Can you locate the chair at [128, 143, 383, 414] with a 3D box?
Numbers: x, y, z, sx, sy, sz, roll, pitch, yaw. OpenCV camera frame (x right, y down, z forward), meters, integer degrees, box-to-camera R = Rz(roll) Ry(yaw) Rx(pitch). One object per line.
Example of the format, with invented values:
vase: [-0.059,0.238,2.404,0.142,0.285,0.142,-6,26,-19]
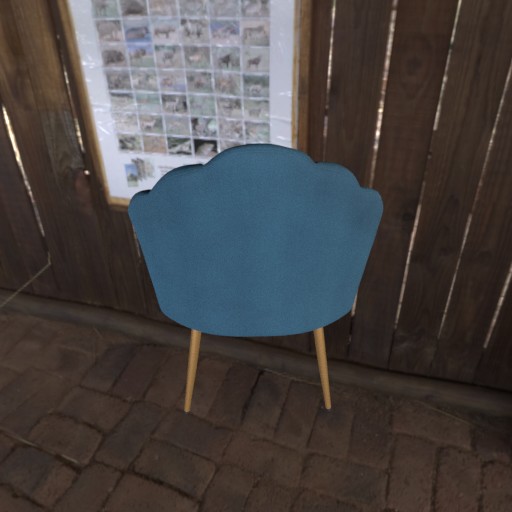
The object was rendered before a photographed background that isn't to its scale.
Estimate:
chair: [0.000,0.000,1.289,0.657,0.819,0.599,-1,30,-1]
